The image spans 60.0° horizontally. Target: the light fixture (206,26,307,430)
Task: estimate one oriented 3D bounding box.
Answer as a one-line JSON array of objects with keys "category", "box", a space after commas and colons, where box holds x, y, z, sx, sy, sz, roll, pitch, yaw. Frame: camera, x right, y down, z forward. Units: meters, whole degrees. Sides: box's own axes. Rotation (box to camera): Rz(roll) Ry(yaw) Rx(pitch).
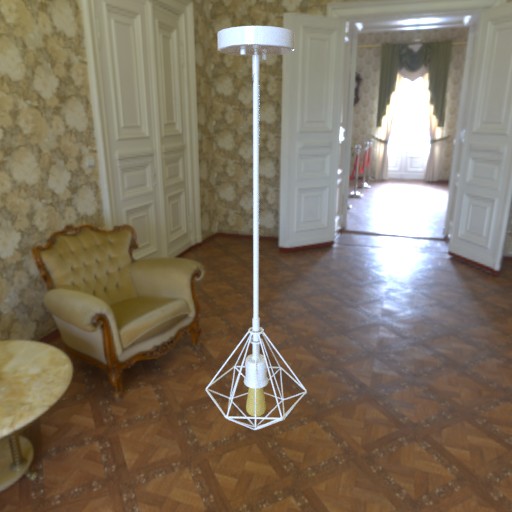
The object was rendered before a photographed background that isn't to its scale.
[{"category": "light fixture", "box": [0.000, 0.000, 1.941, 0.431, 1.764, 0.487, -8, 19, -26]}]
